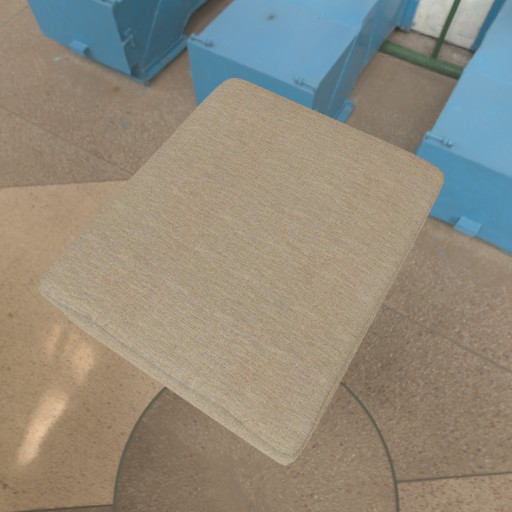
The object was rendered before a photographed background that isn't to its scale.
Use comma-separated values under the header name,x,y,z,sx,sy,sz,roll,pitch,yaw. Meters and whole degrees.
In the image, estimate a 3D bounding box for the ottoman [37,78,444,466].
name,x,y,z,sx,sy,sz,roll,pitch,yaw
ottoman,0.000,0.000,1.445,0.836,0.492,0.976,29,66,14
